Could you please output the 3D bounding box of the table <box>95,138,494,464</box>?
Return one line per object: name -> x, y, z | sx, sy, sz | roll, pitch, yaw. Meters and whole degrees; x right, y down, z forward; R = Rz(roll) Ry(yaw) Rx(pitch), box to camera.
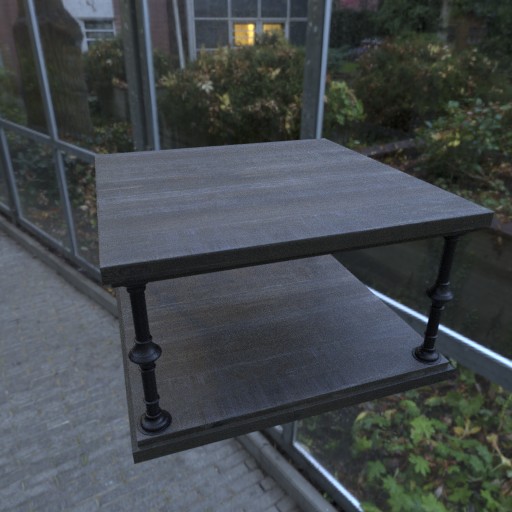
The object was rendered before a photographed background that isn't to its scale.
table -> 0.000, 0.000, 1.104 | 0.696, 0.400, 0.696 | -8, 28, -17
